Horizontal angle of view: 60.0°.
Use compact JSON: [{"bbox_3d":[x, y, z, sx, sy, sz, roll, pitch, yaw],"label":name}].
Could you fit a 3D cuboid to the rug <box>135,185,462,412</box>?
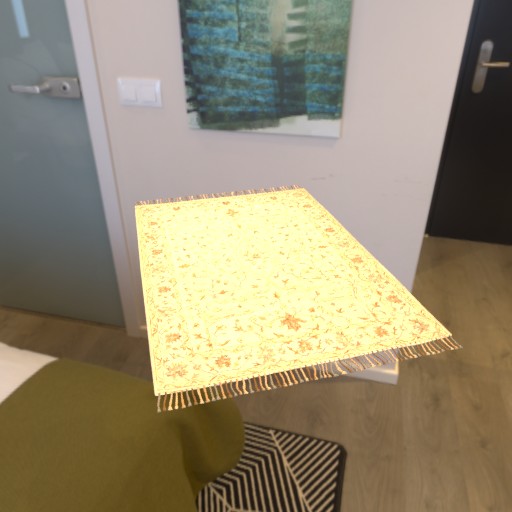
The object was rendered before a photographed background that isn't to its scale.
[{"bbox_3d":[0.000,0.000,2.401,1.218,0.017,1.861,-8,31,-13],"label":"rug"}]
